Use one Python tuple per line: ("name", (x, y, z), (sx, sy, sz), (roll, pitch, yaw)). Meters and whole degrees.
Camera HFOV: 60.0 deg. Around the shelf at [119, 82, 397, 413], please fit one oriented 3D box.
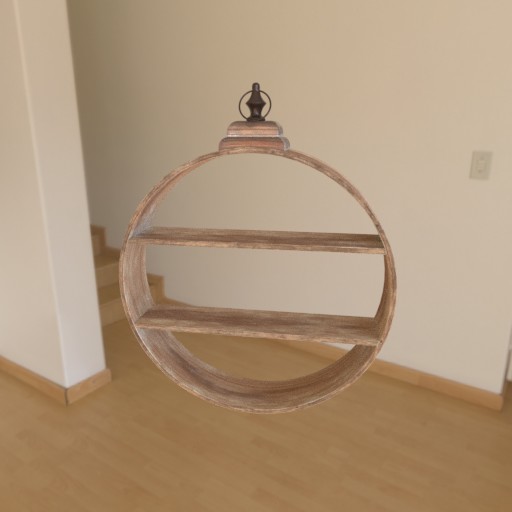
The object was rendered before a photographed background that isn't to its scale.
("shelf", (0.000, 0.000, 0.991), (0.601, 0.725, 0.125), (3, 16, 9))
